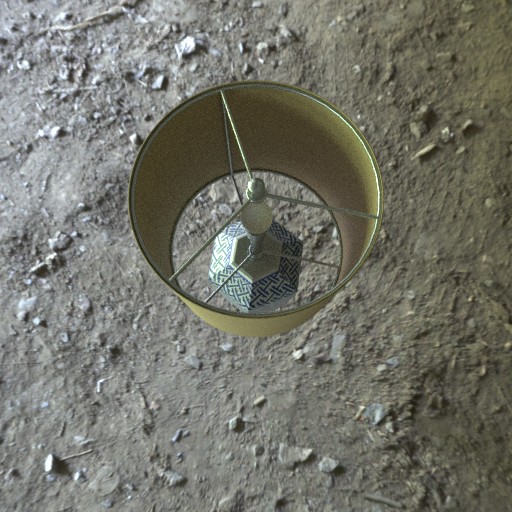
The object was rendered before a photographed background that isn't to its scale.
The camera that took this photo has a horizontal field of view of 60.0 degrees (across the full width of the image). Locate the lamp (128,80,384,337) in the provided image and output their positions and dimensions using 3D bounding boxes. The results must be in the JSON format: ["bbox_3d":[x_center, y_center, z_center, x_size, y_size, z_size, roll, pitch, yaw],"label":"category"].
[{"bbox_3d":[0.000,0.000,0.864,0.320,0.682,0.320,-17,76,-4],"label":"lamp"}]
